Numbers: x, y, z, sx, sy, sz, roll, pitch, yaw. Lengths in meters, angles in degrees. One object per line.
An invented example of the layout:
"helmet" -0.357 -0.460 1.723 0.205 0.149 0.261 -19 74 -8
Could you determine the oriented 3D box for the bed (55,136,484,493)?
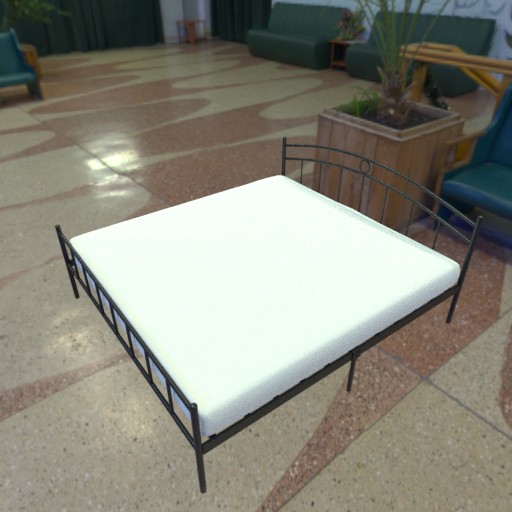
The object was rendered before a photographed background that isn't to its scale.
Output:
"bed" 0.000 0.000 2.996 2.040 0.940 1.880 -22 39 -30
